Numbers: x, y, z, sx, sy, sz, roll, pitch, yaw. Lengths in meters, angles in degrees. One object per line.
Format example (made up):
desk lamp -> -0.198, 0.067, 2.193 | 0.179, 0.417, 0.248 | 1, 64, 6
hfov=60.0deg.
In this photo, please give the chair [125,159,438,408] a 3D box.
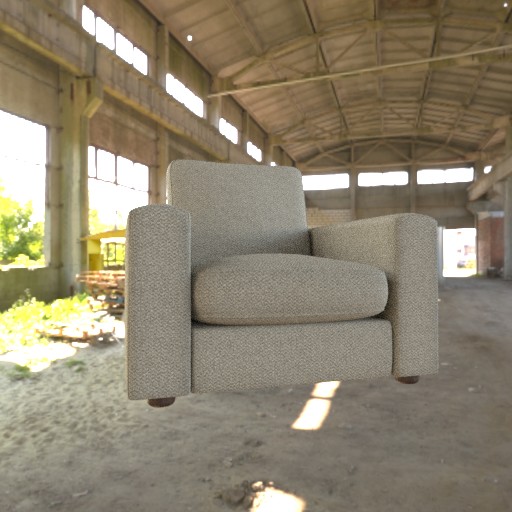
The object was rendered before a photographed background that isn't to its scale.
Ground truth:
chair -> 0.000, 0.000, 1.780 | 1.005, 0.873, 1.016 | 0, -1, -17
